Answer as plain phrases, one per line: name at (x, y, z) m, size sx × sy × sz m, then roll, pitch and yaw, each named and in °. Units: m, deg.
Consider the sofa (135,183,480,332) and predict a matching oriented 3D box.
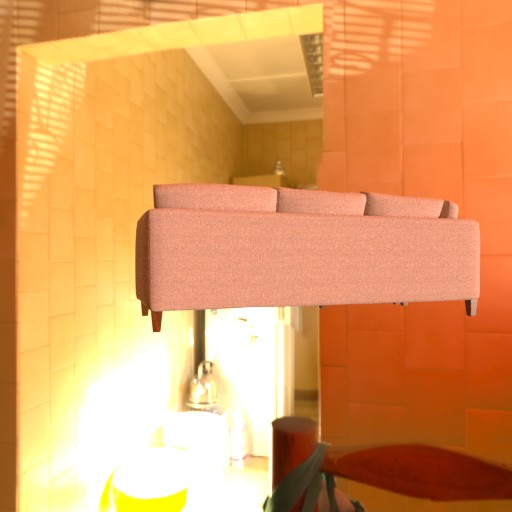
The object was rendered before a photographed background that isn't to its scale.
sofa at (0.000, 0.000, 4.680) m, size 2.594 × 0.961 × 3.460 m, roll 0°, pitch -1°, yaw -19°
